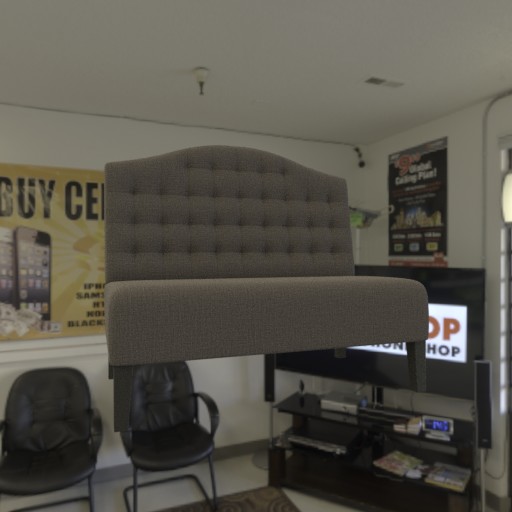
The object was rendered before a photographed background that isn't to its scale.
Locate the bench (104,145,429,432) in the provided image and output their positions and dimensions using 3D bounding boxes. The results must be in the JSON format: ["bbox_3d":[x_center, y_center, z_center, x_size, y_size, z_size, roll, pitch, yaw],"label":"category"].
[{"bbox_3d":[0.000,0.000,2.070,1.335,1.180,0.815,0,0,-20],"label":"bench"}]
